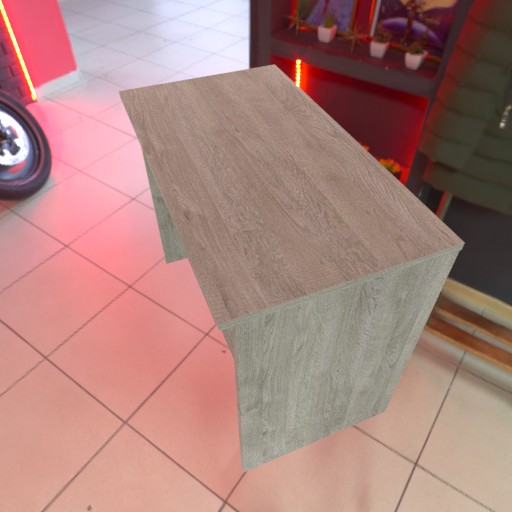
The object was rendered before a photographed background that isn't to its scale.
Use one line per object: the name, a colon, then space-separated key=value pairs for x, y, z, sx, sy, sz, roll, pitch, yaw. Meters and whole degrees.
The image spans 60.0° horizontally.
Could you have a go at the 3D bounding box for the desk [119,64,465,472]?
desk: x=0.000 y=0.000 z=1.329 sx=0.498 sy=0.724 sz=0.893 roll=-16 pitch=48 yaw=-15
